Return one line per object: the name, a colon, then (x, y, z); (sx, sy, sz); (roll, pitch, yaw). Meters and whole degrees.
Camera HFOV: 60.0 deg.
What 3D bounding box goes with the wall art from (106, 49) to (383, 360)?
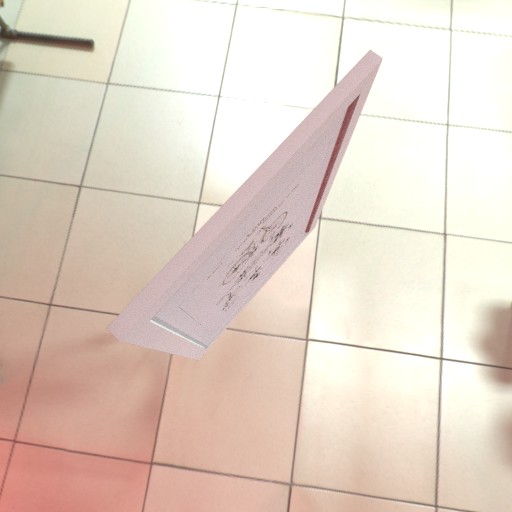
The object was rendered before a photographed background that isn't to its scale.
wall art: (0.000, 0.000, 0.598); (0.015, 0.477, 0.332); (40, 79, 10)
